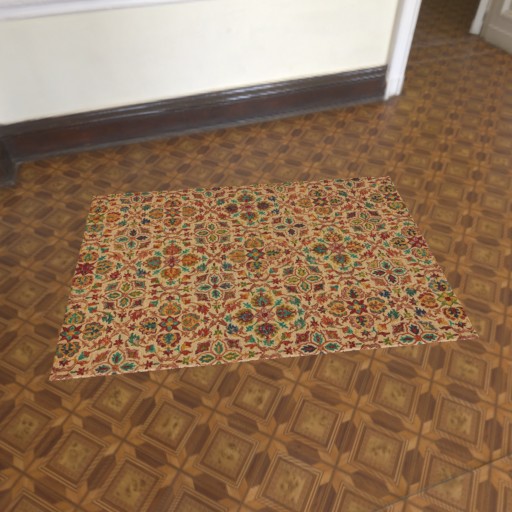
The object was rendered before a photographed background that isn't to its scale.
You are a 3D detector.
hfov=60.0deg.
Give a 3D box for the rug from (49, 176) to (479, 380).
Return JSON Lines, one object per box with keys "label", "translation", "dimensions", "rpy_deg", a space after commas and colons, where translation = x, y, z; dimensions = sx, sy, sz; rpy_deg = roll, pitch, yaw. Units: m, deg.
{"label": "rug", "translation": [0.000, 0.000, 2.886], "dimensions": [2.297, 0.018, 1.541], "rpy_deg": [-5, 45, -5]}
